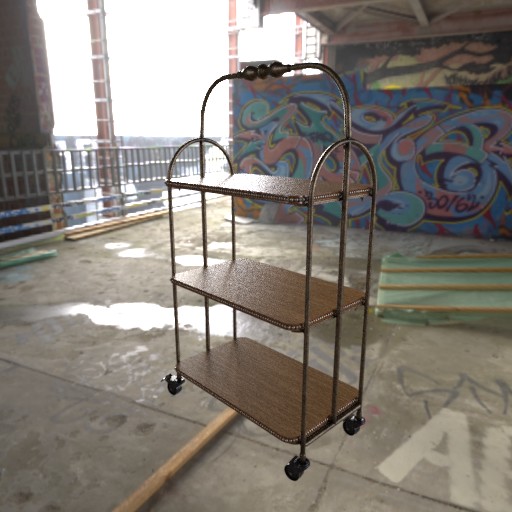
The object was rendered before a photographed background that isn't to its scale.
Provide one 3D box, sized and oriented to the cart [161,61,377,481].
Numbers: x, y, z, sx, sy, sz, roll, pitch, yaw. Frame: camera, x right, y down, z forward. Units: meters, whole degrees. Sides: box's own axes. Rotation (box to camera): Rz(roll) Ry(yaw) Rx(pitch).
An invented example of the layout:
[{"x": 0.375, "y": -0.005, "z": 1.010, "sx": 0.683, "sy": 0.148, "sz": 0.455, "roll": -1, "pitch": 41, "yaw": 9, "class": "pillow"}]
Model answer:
[{"x": 0.000, "y": 0.000, "z": 1.316, "sx": 0.330, "sy": 1.052, "sz": 0.650, "roll": -14, "pitch": 21, "yaw": -42, "class": "cart"}]
